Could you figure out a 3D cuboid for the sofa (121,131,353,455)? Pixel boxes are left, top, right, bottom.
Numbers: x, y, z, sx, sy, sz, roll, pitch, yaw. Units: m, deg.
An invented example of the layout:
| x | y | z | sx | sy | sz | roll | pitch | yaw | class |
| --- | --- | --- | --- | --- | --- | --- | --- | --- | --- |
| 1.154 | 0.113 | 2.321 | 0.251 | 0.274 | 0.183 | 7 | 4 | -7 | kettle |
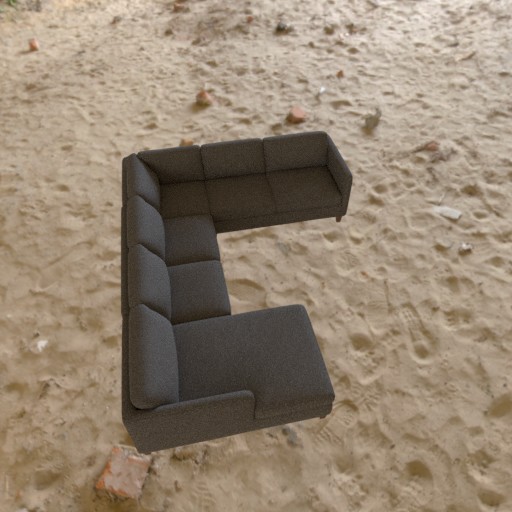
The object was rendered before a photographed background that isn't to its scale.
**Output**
| x | y | z | sx | sy | sz | roll | pitch | yaw | class |
| --- | --- | --- | --- | --- | --- | --- | --- | --- | --- |
| 0.000 | 0.000 | 4.433 | 2.551 | 0.853 | 3.238 | -9 | 47 | -8 | sofa |
